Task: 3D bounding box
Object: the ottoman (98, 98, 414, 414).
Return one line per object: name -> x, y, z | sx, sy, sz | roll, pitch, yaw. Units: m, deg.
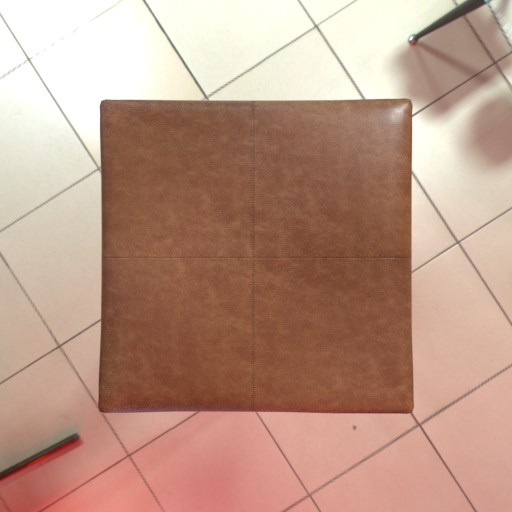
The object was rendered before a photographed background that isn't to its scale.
ottoman -> 0.000, 0.000, 1.800 | 1.168, 0.483, 1.169 | 0, 89, 0
